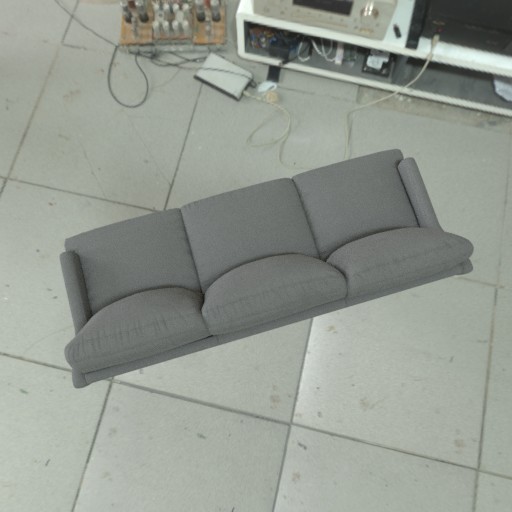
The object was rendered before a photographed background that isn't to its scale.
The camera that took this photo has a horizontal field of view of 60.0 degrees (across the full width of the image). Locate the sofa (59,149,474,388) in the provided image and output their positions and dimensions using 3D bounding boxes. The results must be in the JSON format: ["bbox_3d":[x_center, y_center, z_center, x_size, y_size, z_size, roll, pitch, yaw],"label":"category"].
[{"bbox_3d":[0.000,0.000,2.790,2.344,0.926,0.987,-16,76,-4],"label":"sofa"}]
